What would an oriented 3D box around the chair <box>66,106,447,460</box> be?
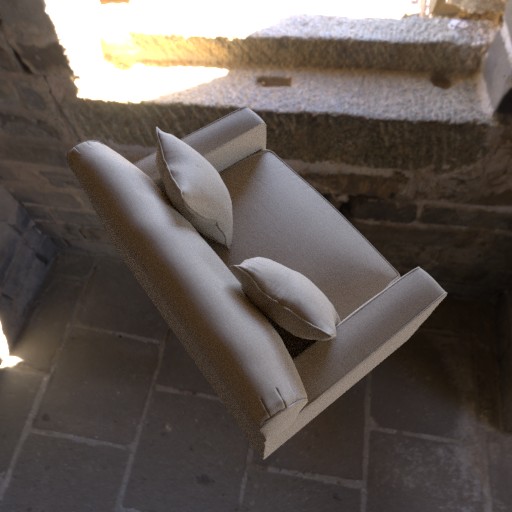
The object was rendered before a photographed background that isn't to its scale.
[{"bbox_3d":[0.000,0.000,2.065,1.000,0.948,1.383,-33,65,-18],"label":"chair"}]
